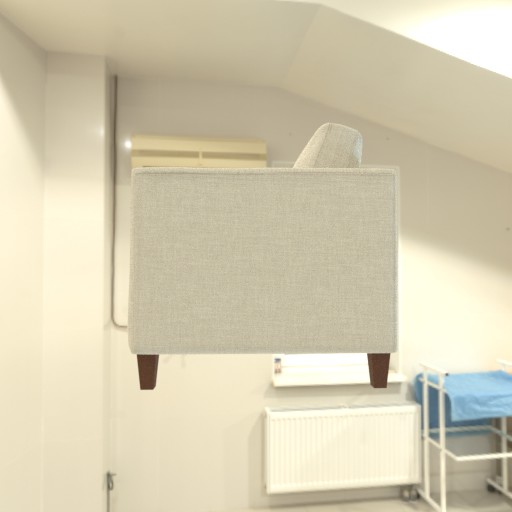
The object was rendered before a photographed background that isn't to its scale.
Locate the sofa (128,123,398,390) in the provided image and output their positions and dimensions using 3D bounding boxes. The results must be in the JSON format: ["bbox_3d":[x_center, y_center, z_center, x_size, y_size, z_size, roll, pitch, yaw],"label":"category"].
[{"bbox_3d":[0.000,0.000,2.418,0.950,0.963,1.838,0,-1,-2],"label":"sofa"}]
